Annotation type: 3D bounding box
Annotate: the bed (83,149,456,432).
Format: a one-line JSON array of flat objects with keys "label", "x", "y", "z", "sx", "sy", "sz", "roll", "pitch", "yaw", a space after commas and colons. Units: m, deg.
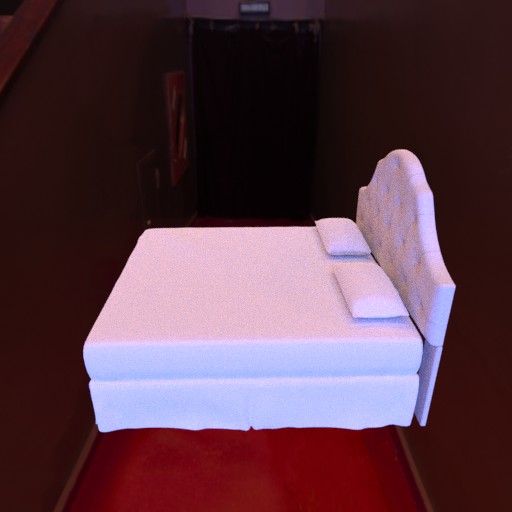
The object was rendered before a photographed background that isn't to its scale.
[{"label": "bed", "x": 0.000, "y": 0.000, "z": 3.469, "sx": 2.214, "sy": 1.615, "sz": 2.008, "roll": -1, "pitch": 25, "yaw": -1}]
